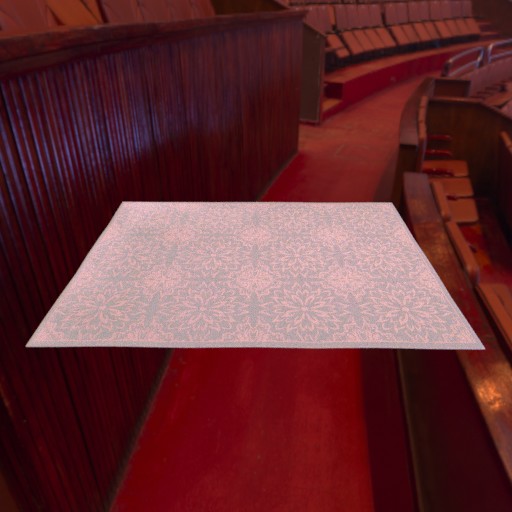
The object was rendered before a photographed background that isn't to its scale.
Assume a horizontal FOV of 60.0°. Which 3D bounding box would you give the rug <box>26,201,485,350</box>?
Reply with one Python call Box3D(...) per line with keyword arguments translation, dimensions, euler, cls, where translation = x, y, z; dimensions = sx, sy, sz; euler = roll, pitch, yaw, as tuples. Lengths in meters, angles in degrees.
Box3D(translation=(0.000, 0.000, 3.888), dimensions=(2.980, 0.012, 2.363), euler=(0, 30, 0), cls="rug")
